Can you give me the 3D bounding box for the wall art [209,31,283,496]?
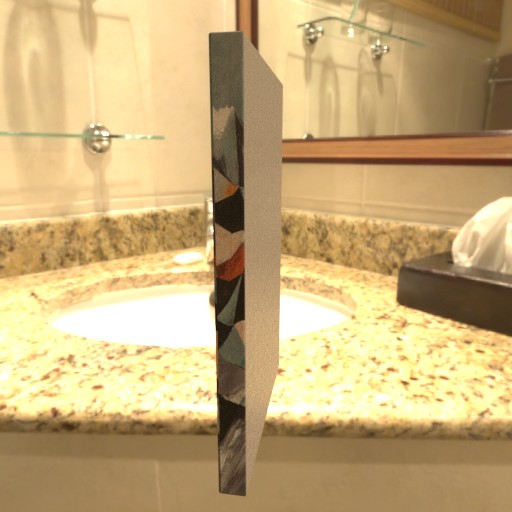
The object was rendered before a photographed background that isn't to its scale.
[{"bbox_3d":[0.000,0.000,1.135,0.061,0.911,0.609,2,13,9],"label":"wall art"}]
